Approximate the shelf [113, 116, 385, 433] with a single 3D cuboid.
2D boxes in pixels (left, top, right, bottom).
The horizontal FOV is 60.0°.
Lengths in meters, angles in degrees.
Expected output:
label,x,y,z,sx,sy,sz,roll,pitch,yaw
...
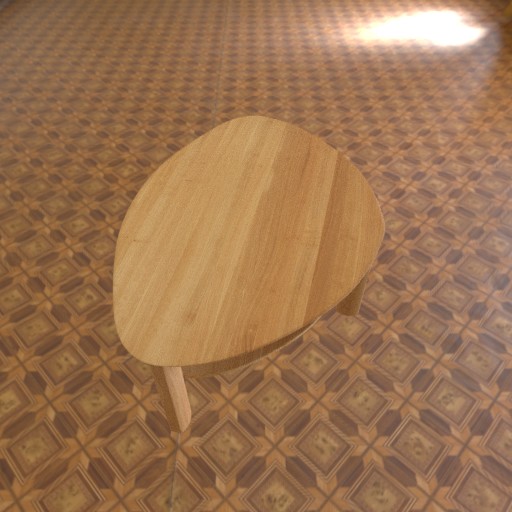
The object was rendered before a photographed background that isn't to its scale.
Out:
label,x,y,z,sx,sy,sz,roll,pitch,yaw
shelf,0.000,0.000,1.636,0.845,0.440,1.246,9,46,9
